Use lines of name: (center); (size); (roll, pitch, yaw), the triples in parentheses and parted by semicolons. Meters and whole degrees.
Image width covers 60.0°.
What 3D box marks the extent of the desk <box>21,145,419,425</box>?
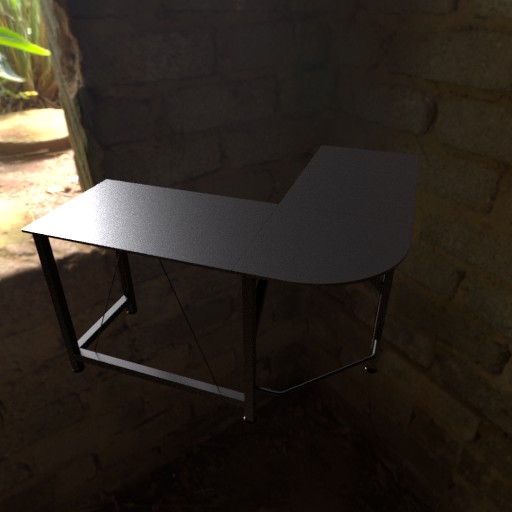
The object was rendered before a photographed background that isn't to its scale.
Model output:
desk: (0.000, 0.000, 2.247); (1.400, 0.762, 1.400); (10, 33, 16)
